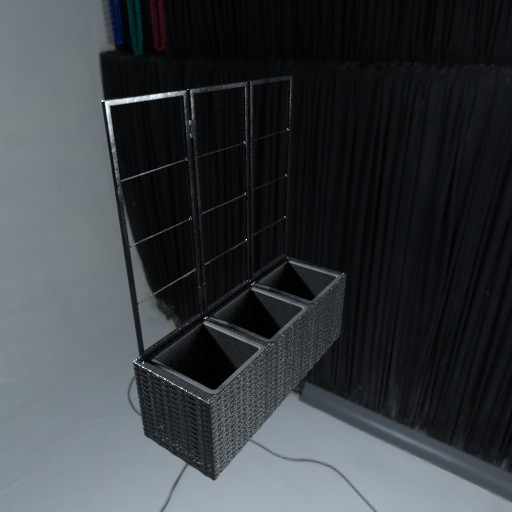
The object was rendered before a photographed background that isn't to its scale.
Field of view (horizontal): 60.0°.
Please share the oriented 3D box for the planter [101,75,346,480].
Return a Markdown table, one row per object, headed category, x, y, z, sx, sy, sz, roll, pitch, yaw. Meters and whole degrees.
| category | x | y | z | sx | sy | sz | roll | pitch | yaw |
| --- | --- | --- | --- | --- | --- | --- | --- | --- | --- |
| planter | 0.000 | 0.000 | 1.179 | 0.244 | 0.841 | 0.698 | 17 | 31 | 31 |
